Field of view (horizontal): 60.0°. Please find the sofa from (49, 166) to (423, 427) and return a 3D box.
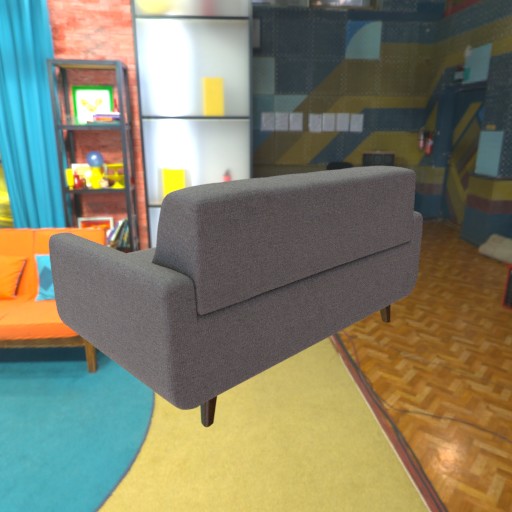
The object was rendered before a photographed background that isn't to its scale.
[{"bbox_3d":[0.000,0.000,2.159,1.631,0.841,0.909,-15,22,-42],"label":"sofa"}]
